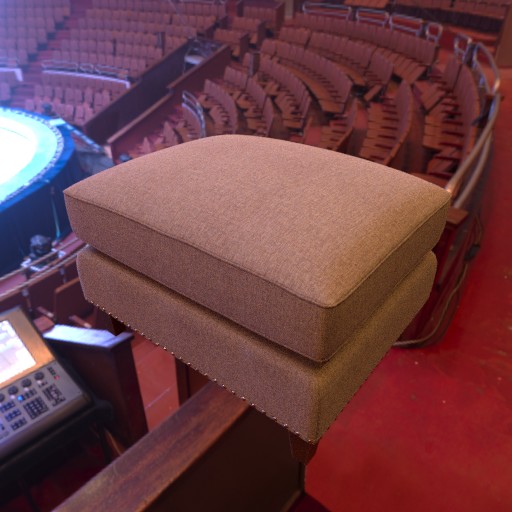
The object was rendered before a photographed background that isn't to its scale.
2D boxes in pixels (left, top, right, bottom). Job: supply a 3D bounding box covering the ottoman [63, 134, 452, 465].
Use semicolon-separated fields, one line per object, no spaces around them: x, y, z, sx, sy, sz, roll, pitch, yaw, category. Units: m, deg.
0.000;0.000;1.126;0.741;0.513;0.584;22;37;32;ottoman
